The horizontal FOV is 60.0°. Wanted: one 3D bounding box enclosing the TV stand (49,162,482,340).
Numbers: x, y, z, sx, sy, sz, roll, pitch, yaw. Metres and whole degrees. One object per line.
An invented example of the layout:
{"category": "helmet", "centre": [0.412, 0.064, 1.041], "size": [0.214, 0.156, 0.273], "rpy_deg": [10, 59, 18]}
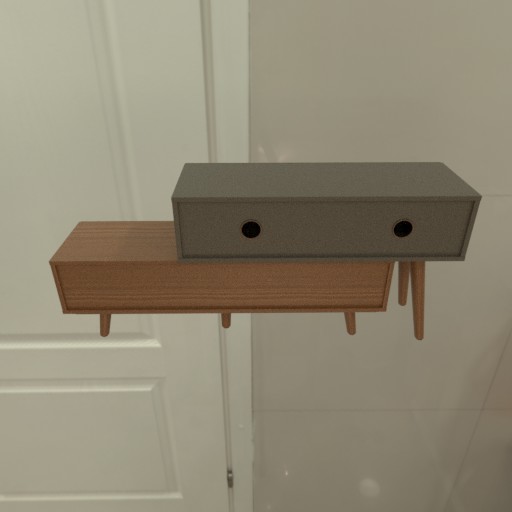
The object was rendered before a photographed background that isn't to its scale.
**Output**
{"category": "TV stand", "centre": [0.000, 0.000, 1.595], "size": [1.336, 0.591, 0.329], "rpy_deg": [0, 30, -1]}
